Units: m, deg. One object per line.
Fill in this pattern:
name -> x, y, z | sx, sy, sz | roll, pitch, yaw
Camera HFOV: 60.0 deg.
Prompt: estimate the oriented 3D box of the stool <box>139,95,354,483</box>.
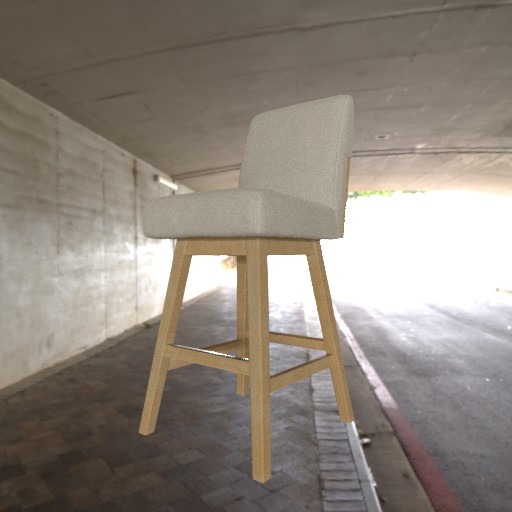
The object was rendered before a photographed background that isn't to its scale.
stool -> 0.000, 0.000, 1.321 | 0.446, 1.015, 0.543 | 1, 1, 38
